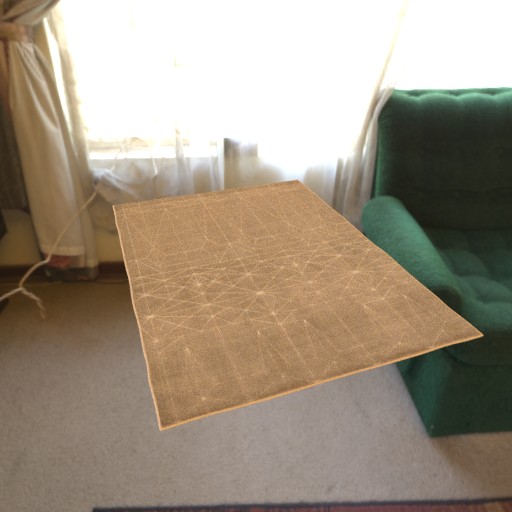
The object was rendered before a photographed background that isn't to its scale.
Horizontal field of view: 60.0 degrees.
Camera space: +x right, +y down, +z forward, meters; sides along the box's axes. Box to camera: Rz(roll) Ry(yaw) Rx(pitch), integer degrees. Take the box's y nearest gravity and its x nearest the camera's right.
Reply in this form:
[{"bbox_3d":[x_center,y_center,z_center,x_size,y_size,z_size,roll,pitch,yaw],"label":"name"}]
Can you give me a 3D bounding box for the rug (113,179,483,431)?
[{"bbox_3d":[0.000,0.000,4.332,2.449,0.019,3.357,-11,33,-17],"label":"rug"}]
